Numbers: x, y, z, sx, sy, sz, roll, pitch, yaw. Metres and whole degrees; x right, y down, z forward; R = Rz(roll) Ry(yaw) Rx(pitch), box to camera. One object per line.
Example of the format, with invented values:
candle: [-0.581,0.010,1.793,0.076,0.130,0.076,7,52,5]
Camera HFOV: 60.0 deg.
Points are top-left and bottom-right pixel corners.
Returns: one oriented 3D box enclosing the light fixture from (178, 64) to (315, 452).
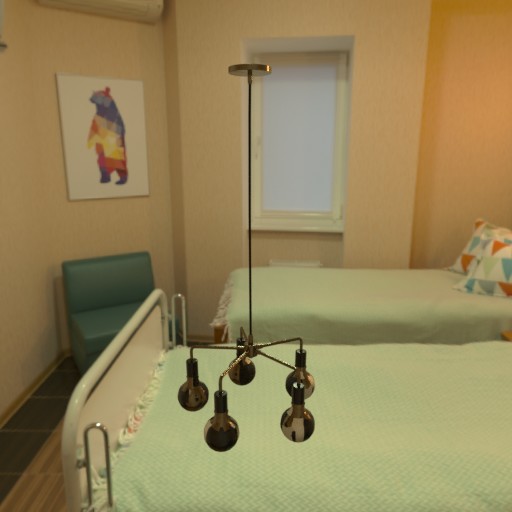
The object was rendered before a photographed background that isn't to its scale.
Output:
light fixture: [0.000,0.000,1.250,0.421,0.988,0.438,-7,15,-28]
